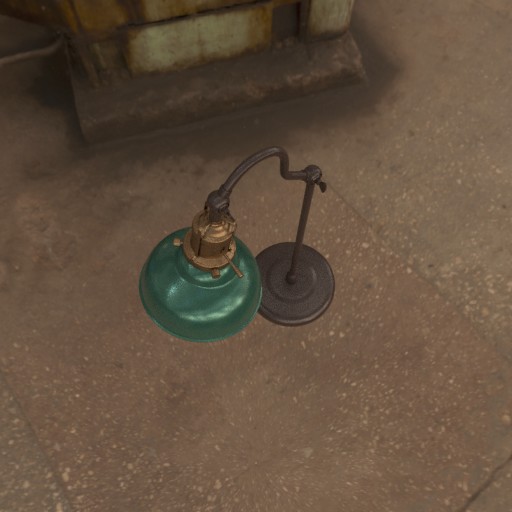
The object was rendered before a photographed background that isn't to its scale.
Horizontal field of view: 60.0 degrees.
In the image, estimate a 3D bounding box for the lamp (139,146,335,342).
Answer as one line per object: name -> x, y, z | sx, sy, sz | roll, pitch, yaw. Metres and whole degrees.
lamp -> 0.000, 0.000, 0.703 | 0.374, 0.508, 0.192 | -33, 69, -14
